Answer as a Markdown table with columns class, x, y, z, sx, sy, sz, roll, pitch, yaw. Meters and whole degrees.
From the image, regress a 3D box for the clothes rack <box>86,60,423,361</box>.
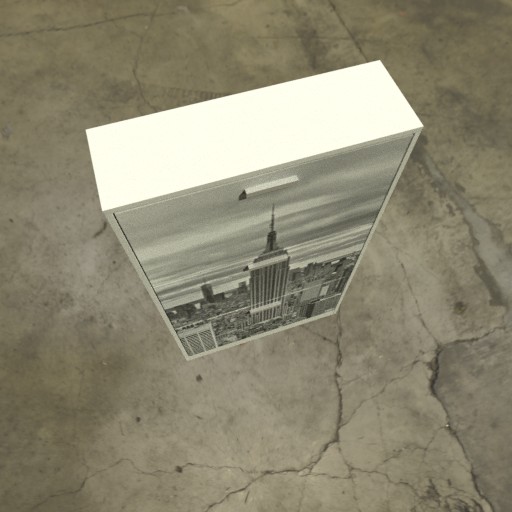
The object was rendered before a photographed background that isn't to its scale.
| class | x | y | z | sx | sy | sz | roll | pitch | yaw |
| --- | --- | --- | --- | --- | --- | --- | --- | --- | --- |
| clothes rack | 0.000 | 0.000 | 1.597 | 0.750 | 1.280 | 0.250 | -16 | 64 | -8 |
